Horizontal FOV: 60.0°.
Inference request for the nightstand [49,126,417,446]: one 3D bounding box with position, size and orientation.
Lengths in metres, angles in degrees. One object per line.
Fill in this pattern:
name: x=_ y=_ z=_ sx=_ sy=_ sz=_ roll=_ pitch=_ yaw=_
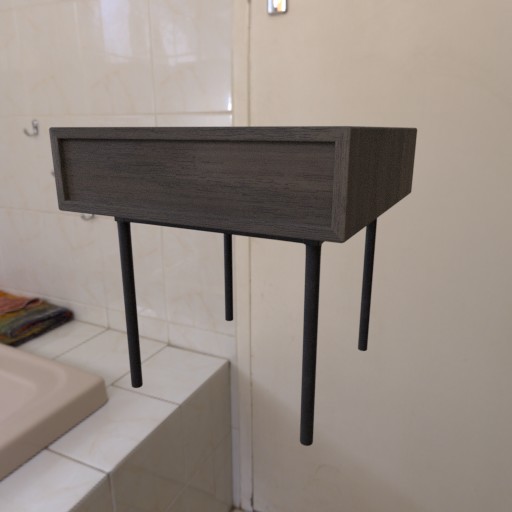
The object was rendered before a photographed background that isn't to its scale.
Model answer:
nightstand: x=0.000 y=0.000 z=0.892 sx=0.502 sy=0.497 sz=0.503 roll=8 pitch=18 yaw=26
